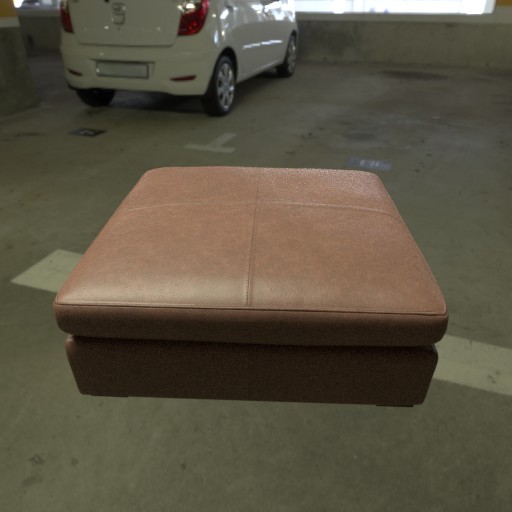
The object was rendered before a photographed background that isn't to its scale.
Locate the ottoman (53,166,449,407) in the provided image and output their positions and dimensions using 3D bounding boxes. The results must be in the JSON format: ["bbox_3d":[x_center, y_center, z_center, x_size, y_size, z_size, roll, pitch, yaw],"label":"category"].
[{"bbox_3d":[0.000,0.000,1.808,1.168,0.490,1.168,1,31,2],"label":"ottoman"}]
